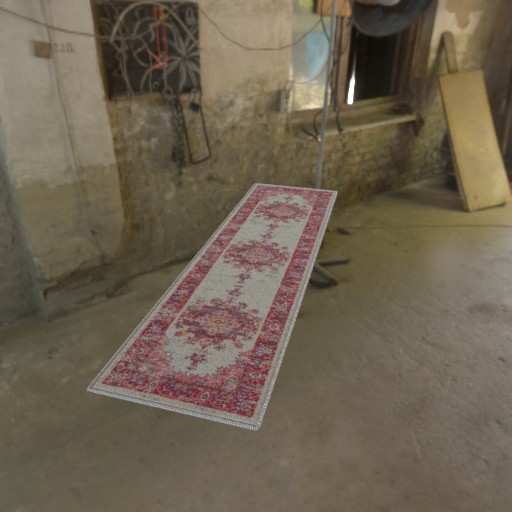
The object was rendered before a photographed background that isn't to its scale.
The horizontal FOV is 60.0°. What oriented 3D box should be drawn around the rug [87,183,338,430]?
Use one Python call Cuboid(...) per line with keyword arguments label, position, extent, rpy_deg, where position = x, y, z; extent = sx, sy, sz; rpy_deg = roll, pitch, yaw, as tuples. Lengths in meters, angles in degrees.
Cuboid(label="rug", position=(0.000, 0.000, 2.523), extent=(0.666, 0.011, 2.294), rpy_deg=(8, 30, 14))
